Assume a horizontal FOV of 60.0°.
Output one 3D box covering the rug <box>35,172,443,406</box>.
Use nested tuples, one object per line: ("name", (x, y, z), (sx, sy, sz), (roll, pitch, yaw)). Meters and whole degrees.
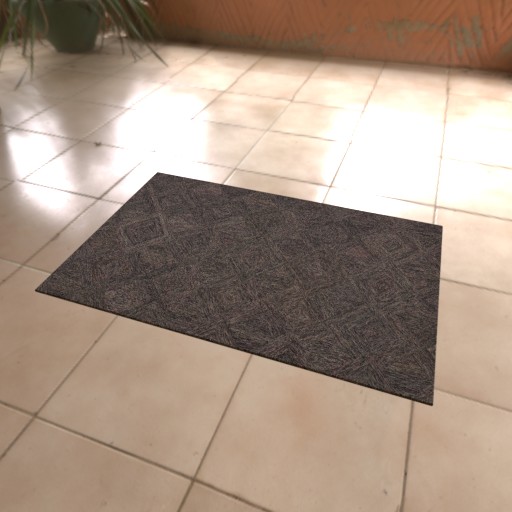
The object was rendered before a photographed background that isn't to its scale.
("rug", (0.000, 0.000, 2.916), (2.298, 0.017, 1.501), (13, 42, 15))
